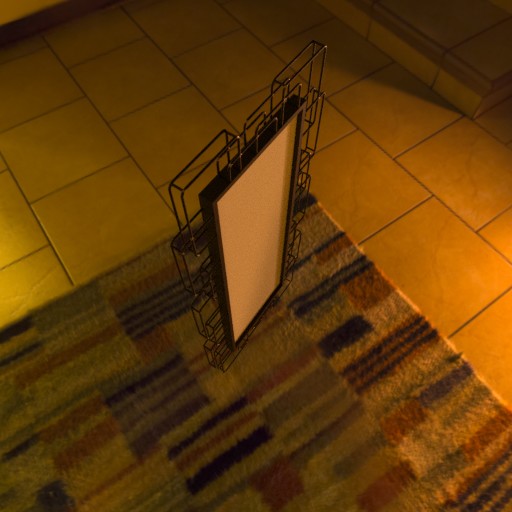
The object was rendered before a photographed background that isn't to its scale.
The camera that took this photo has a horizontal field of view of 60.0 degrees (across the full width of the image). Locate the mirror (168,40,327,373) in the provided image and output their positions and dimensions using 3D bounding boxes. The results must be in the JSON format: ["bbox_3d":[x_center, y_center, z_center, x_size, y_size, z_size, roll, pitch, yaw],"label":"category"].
[{"bbox_3d":[0.000,0.000,1.385,0.037,1.192,0.565,31,65,16],"label":"mirror"}]
